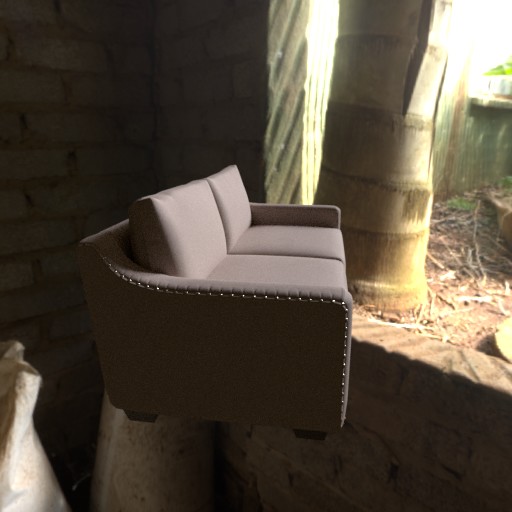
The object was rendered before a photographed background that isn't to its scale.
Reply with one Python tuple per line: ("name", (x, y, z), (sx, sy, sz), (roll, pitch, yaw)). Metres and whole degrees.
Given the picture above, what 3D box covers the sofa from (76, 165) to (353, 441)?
("sofa", (0.000, 0.000, 2.544), (1.030, 0.901, 1.967), (3, 16, 9))
